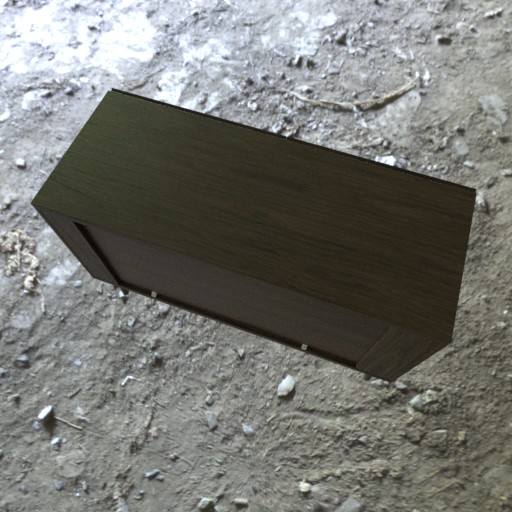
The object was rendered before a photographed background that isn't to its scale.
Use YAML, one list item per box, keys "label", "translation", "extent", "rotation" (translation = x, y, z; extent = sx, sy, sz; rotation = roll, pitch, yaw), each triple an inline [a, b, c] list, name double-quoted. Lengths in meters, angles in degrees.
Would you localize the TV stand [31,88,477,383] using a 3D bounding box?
- label: "TV stand"
  translation: [0.000, 0.000, 1.354]
  extent: [0.990, 0.660, 0.405]
  rotation: [18, 65, 9]
